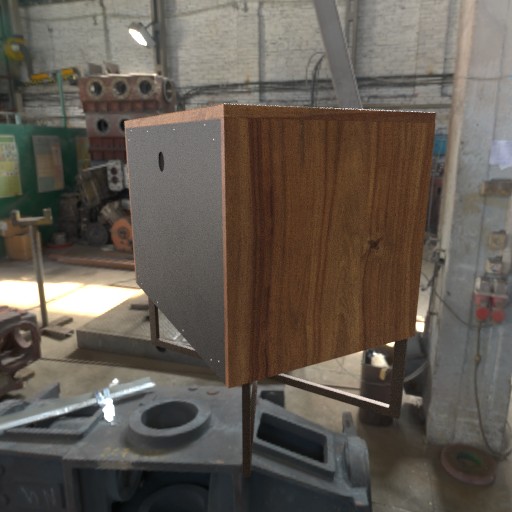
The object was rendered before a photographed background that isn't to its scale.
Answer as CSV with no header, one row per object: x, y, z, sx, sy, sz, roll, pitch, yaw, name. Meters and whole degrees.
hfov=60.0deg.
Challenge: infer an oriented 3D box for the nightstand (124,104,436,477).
0.000,0.000,1.031,0.427,0.615,0.613,-8,16,-27,nightstand
